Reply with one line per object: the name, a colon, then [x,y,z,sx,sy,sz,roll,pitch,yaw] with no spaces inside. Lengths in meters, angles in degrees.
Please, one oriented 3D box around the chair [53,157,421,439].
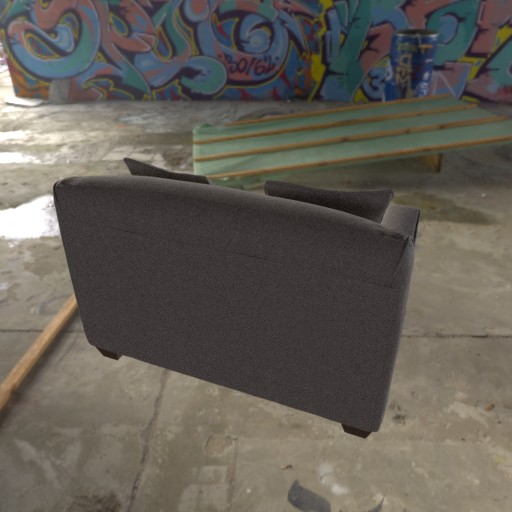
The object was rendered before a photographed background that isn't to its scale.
chair: [0.000,0.000,2.090,1.395,0.953,0.992,11,33,18]
